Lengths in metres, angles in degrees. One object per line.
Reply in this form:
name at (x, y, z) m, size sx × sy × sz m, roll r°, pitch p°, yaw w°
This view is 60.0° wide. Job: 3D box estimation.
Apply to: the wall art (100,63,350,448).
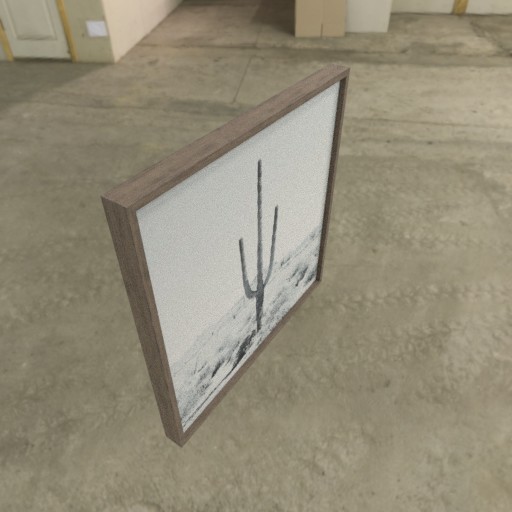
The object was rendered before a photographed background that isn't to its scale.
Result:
wall art at (0.000, 0.000, 0.773) m, size 0.038 × 0.508 × 0.508 m, roll 25°, pitch 47°, yaw 26°
